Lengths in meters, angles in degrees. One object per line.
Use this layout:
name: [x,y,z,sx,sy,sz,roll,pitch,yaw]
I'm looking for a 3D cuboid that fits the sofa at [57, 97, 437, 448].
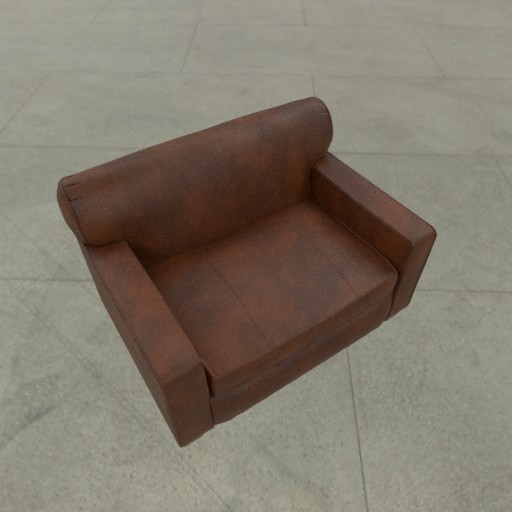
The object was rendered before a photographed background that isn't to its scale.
sofa: [0.000,0.000,2.116,1.413,0.956,1.000,-25,51,-23]
